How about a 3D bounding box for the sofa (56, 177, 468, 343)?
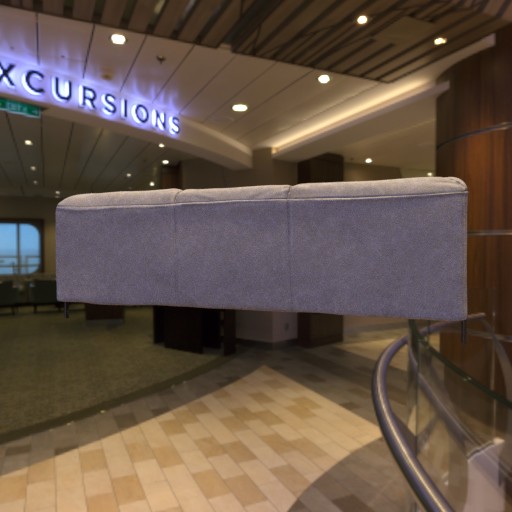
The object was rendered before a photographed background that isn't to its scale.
[{"bbox_3d":[0.000,0.000,2.650,2.238,0.758,0.899,0,1,19],"label":"sofa"}]
